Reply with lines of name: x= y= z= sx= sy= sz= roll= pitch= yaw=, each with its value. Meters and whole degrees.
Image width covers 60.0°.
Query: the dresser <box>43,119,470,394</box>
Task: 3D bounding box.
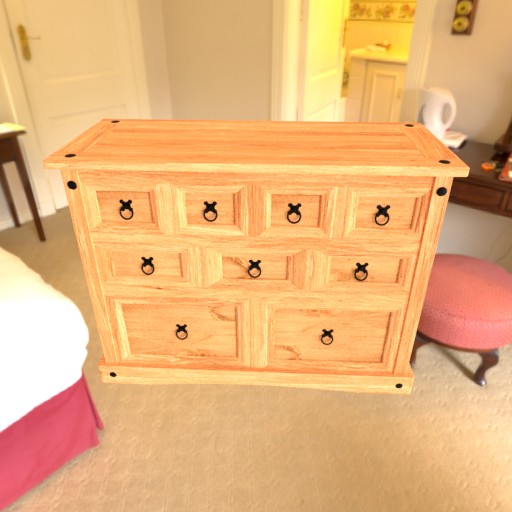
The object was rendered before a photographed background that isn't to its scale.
dresser: x=0.000 y=0.000 z=1.386 sx=0.990 sy=0.740 sz=0.410 roll=2 pitch=30 yaw=3
